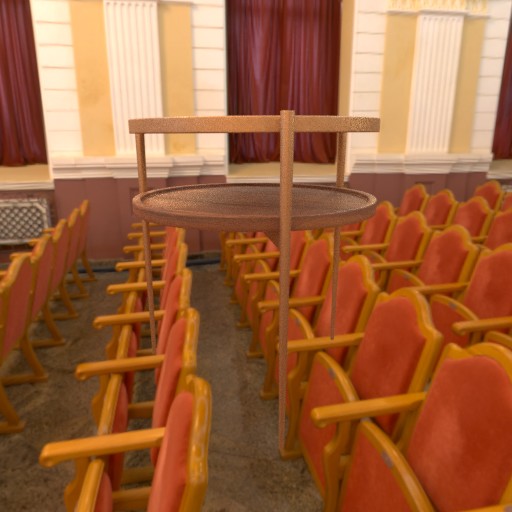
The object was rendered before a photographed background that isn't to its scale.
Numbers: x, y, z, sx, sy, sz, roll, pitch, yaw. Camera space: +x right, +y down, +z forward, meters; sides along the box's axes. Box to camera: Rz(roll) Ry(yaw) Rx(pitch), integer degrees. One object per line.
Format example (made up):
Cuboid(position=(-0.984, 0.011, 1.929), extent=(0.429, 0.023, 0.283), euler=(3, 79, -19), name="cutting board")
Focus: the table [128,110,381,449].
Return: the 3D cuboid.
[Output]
Cuboid(position=(0.000, 0.000, 0.822), extent=(0.430, 0.493, 0.456), euler=(-3, 16, -10), name="table")
